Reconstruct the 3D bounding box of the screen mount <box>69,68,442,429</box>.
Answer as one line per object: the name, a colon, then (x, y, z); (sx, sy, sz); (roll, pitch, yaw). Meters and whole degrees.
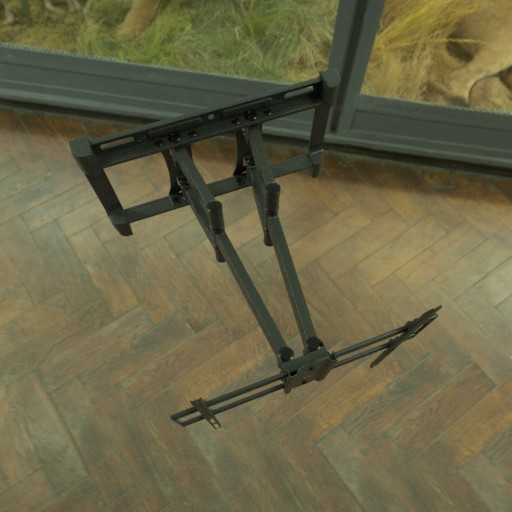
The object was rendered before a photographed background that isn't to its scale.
screen mount: (0.000, 0.000, 0.943); (0.571, 0.424, 0.556); (-19, 65, -9)
